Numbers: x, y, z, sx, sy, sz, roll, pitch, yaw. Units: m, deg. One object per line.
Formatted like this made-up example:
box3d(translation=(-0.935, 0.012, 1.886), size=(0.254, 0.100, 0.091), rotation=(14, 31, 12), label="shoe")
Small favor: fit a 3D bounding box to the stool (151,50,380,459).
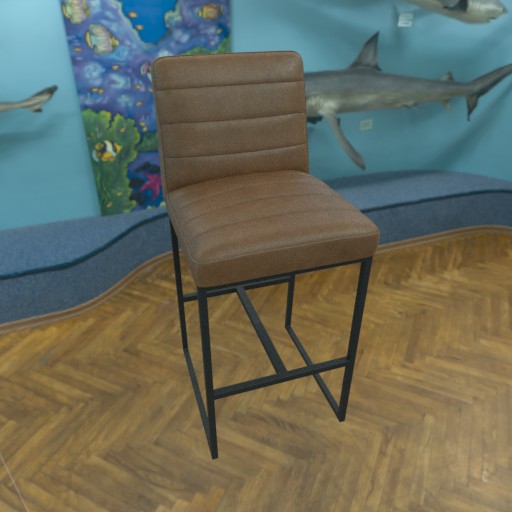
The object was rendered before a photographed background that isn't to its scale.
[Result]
box3d(translation=(0.000, 0.000, 1.301), size=(0.458, 1.040, 0.556), rotation=(-10, 33, -15), label="stool")
